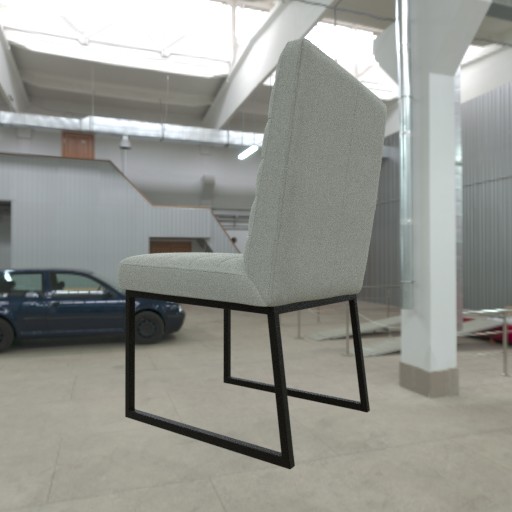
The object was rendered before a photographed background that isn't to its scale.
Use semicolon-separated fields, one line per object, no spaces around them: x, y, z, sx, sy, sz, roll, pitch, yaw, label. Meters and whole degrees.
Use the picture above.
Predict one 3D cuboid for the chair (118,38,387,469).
0.000;0.000;1.298;0.634;0.930;0.520;0;-1;36;chair
